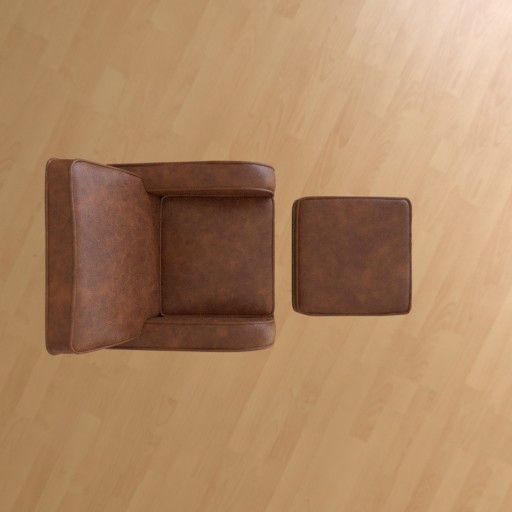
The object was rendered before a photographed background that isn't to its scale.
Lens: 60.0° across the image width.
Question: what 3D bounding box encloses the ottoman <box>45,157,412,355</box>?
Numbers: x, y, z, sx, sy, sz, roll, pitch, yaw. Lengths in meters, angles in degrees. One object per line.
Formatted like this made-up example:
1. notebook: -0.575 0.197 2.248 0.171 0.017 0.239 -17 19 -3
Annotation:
1. ottoman: 0.000 0.000 1.803 1.314 0.904 0.732 0 90 0
